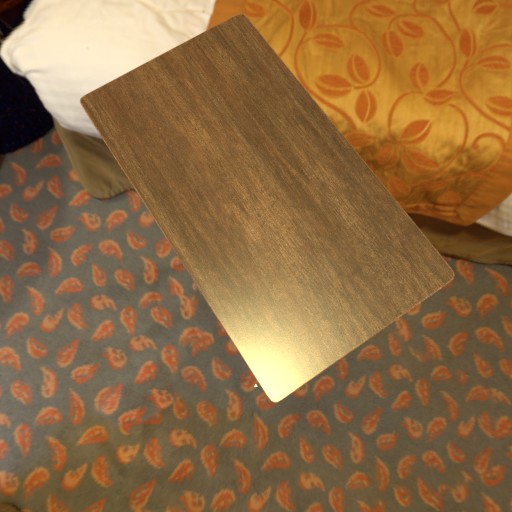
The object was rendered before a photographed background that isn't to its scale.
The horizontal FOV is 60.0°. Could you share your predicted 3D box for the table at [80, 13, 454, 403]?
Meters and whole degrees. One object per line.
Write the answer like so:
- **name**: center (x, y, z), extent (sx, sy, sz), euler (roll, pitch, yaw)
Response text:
- **table**: center (0.000, 0.000, 0.843), extent (0.254, 0.637, 0.450), euler (-32, 76, -9)
